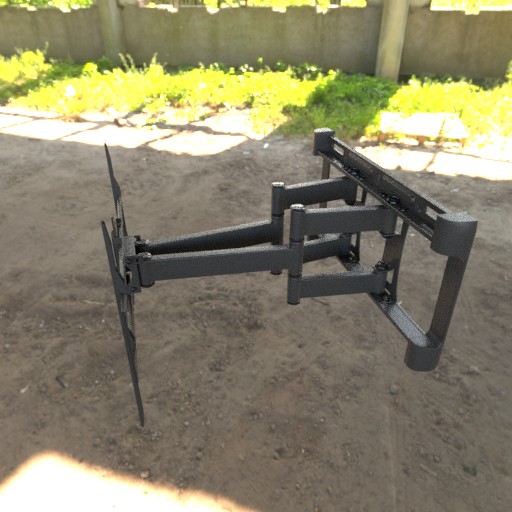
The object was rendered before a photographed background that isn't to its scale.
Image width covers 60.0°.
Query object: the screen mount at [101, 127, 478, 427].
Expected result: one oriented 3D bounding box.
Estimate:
[{"bbox_3d":[0.000,0.000,0.938,0.556,0.424,0.571,-8,32,-14],"label":"screen mount"}]
